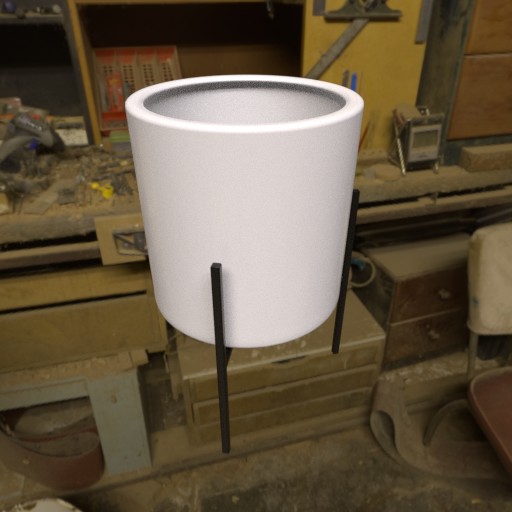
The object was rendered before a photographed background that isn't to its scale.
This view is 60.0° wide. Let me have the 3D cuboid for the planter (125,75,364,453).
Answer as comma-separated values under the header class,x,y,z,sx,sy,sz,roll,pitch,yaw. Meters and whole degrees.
class,x,y,z,sx,sy,sz,roll,pitch,yaw
planter,0.000,0.000,0.508,0.239,0.356,0.239,-7,32,-11
